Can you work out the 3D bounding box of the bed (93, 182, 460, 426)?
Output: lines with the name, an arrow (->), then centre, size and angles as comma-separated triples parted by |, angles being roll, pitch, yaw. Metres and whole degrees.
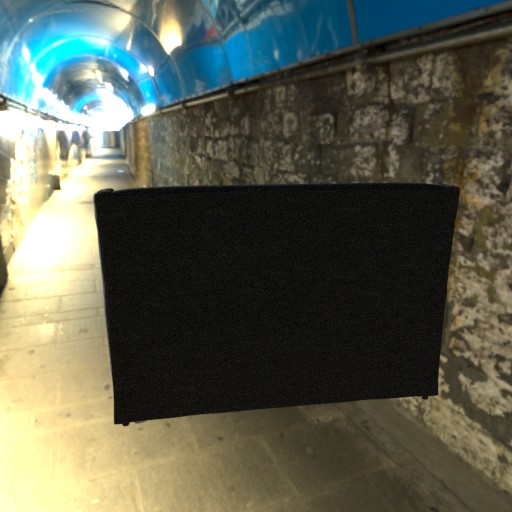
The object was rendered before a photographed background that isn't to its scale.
bed -> 0.000, 0.000, 3.480 | 1.925, 1.332, 2.276 | -2, 15, -8
